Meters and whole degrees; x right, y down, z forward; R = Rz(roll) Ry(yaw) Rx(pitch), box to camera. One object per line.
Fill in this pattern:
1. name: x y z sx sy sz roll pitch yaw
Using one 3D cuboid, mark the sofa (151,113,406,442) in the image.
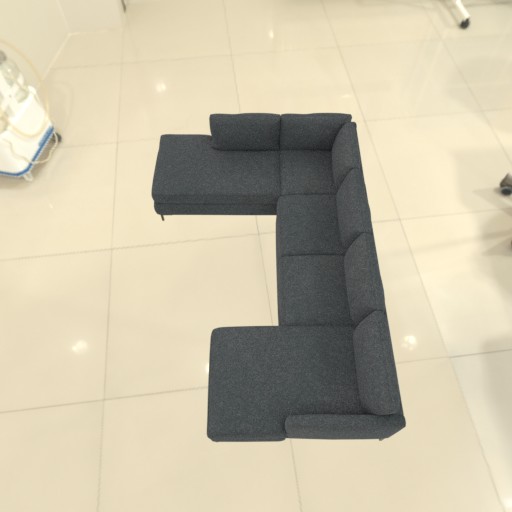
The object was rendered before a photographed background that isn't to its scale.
1. sofa: 0.000 0.000 3.847 2.007 0.813 2.956 0 59 0
